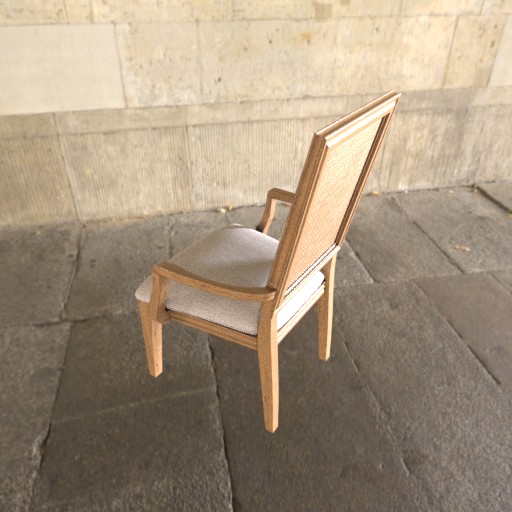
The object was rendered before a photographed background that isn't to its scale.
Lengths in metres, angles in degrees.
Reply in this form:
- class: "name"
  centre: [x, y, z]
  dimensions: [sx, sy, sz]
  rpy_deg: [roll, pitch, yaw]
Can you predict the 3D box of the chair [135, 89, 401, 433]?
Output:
- class: "chair"
  centre: [0.000, 0.000, 1.381]
  dimensions: [0.602, 0.990, 0.606]
  rpy_deg: [21, 39, 28]
